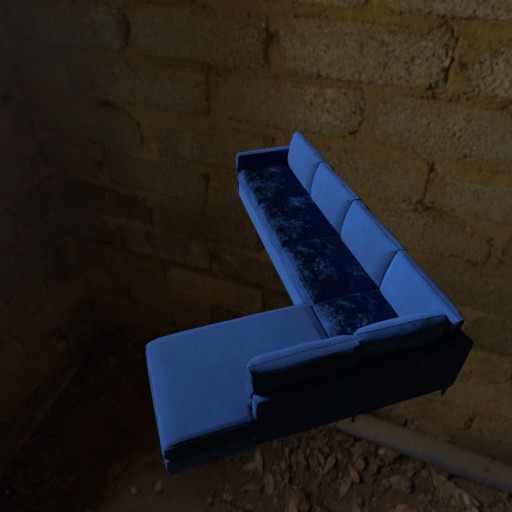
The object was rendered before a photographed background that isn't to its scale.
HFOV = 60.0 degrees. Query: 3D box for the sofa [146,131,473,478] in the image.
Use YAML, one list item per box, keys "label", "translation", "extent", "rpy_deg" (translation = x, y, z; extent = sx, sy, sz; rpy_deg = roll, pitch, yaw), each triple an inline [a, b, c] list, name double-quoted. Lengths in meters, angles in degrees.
- label: "sofa"
  translation: [0.000, 0.000, 3.160]
  extent: [1.707, 0.687, 2.486]
  rpy_deg: [-11, 42, -13]
